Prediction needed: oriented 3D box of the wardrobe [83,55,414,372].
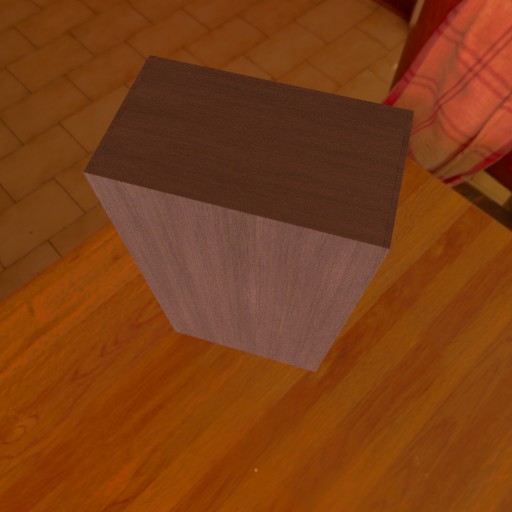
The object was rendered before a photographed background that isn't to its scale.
[{"bbox_3d":[0.000,0.000,2.297,0.991,1.808,0.577,15,65,7],"label":"wardrobe"}]
